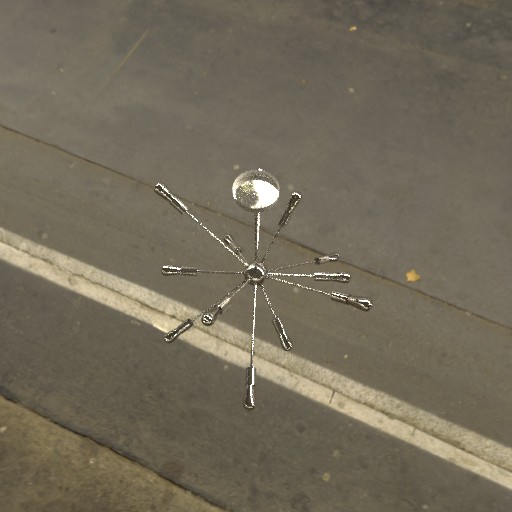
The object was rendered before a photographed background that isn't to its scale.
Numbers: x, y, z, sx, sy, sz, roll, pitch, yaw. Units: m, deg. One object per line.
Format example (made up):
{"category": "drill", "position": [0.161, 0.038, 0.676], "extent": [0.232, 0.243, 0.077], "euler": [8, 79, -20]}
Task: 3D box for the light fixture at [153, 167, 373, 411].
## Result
{"category": "light fixture", "position": [0.000, 0.000, 1.067], "extent": [0.509, 0.558, 0.684], "euler": [2, 64, 1]}
